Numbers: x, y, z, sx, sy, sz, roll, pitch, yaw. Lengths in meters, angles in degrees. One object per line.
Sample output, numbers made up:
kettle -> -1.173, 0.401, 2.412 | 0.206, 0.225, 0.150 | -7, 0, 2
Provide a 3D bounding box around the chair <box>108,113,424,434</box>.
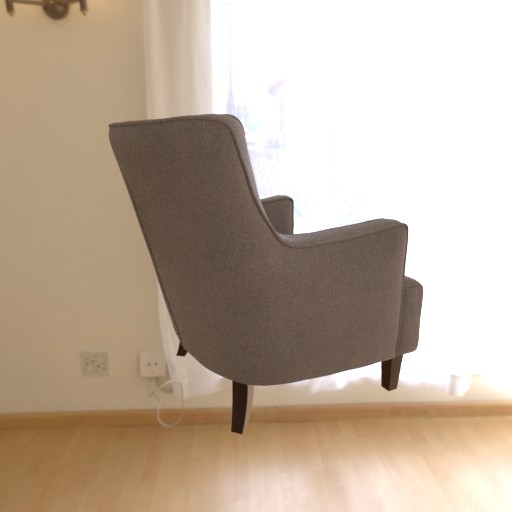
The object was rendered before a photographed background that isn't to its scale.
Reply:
chair -> 0.000, 0.000, 1.561 | 0.910, 0.919, 0.781 | -8, 17, -26
